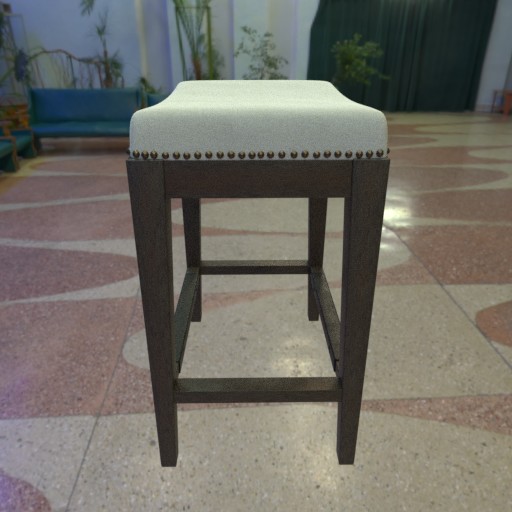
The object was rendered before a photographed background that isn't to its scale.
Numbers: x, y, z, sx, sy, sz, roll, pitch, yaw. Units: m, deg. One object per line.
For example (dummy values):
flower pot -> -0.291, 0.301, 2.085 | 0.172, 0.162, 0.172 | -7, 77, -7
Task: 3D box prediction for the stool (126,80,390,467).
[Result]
stool -> 0.000, 0.000, 0.913 | 0.361, 0.642, 0.500 | 0, 26, -1
